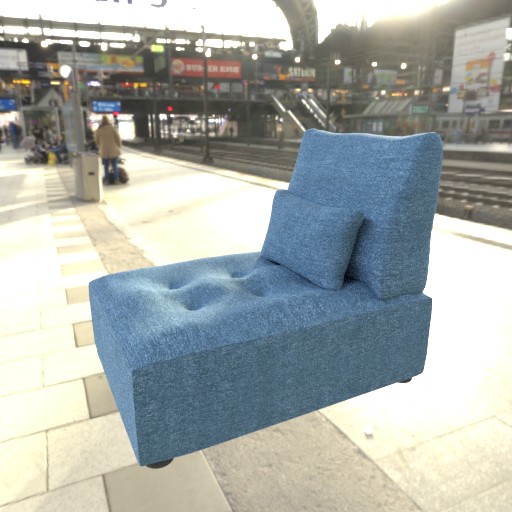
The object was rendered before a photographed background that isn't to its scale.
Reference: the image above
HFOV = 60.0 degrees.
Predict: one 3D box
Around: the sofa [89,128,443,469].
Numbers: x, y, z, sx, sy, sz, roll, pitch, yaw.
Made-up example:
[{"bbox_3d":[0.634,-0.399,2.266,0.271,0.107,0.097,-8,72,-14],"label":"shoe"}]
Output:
[{"bbox_3d":[0.000,0.000,1.484,1.000,0.820,0.700,-8,18,-26],"label":"sofa"}]
